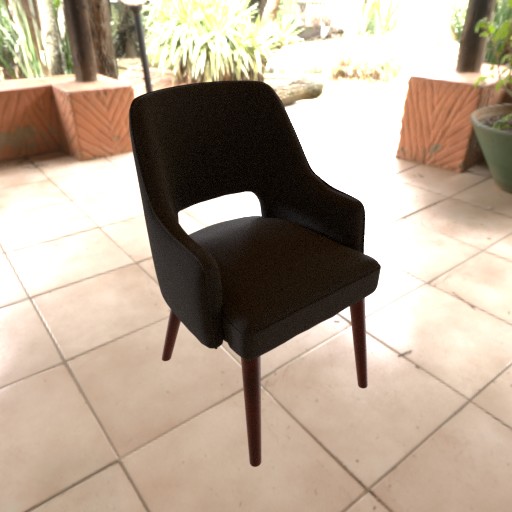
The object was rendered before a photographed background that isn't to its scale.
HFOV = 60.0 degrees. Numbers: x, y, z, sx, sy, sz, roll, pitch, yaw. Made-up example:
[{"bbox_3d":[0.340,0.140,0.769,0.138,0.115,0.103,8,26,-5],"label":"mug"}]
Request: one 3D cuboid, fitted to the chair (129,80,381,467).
[{"bbox_3d":[0.000,0.000,1.230,0.559,0.838,0.560,-22,37,-32],"label":"chair"}]
